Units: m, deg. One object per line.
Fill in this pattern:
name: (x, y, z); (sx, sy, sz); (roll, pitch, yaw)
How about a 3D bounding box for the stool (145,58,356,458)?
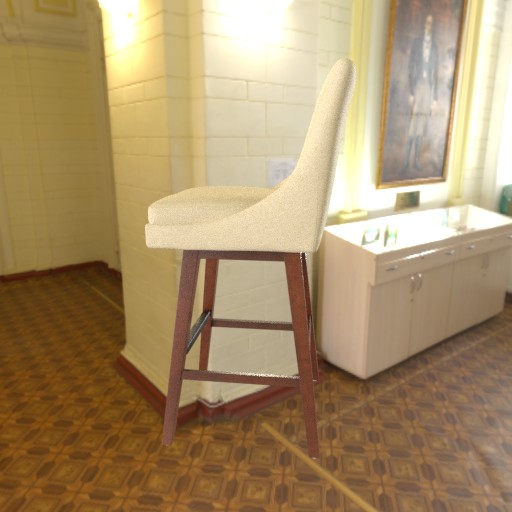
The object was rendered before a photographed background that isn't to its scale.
stool: (0.000, 0.000, 1.411); (0.559, 1.097, 0.470); (2, 14, 7)
